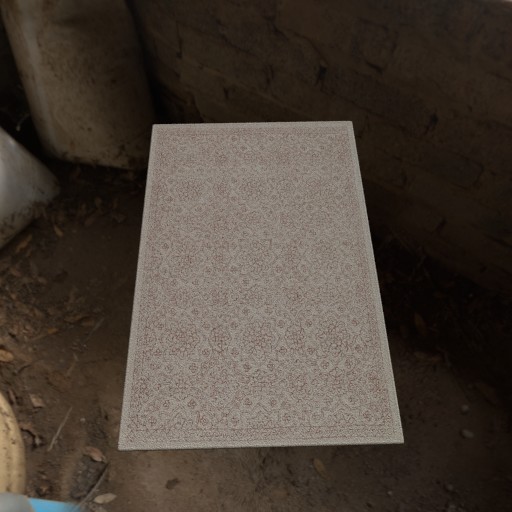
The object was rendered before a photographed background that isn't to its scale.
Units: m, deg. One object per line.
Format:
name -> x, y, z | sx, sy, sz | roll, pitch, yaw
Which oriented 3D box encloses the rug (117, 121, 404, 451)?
rug -> 0.000, 0.000, 2.297 | 1.219, 0.010, 1.829 | -1, 63, -1
